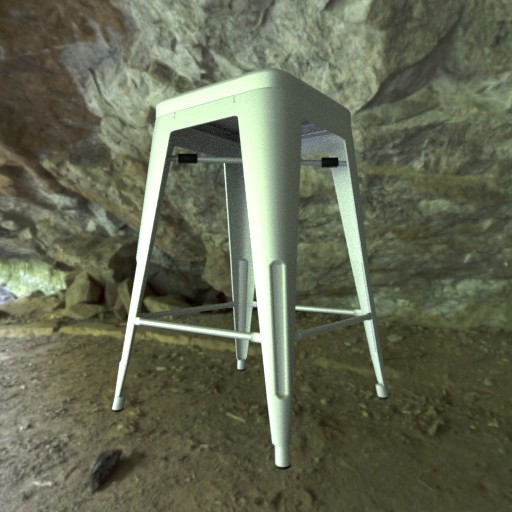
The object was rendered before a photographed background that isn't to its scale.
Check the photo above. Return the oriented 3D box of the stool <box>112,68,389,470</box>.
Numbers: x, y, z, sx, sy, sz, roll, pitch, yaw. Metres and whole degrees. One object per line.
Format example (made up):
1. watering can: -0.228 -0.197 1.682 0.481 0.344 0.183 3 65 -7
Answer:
1. stool: 0.000 0.000 0.908 0.410 0.608 0.410 0 0 37
